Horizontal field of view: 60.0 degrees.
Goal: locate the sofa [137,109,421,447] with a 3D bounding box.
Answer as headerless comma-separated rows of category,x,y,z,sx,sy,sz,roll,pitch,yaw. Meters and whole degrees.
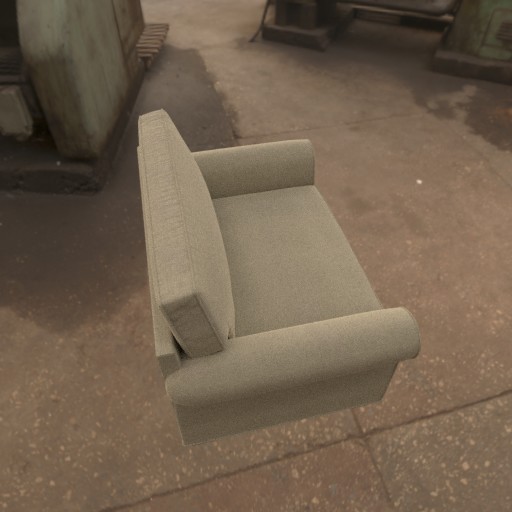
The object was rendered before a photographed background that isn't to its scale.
sofa,0.000,0.000,2.074,0.936,0.991,1.405,-10,47,-9
